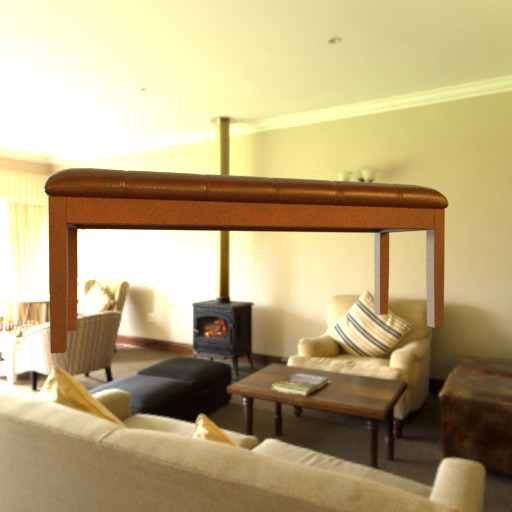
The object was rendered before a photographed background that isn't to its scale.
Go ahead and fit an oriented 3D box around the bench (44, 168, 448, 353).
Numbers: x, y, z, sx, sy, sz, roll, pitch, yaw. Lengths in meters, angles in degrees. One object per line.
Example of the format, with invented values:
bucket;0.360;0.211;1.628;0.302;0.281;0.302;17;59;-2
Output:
bench;0.000;0.000;1.495;1.259;0.491;0.401;0;1;-18
